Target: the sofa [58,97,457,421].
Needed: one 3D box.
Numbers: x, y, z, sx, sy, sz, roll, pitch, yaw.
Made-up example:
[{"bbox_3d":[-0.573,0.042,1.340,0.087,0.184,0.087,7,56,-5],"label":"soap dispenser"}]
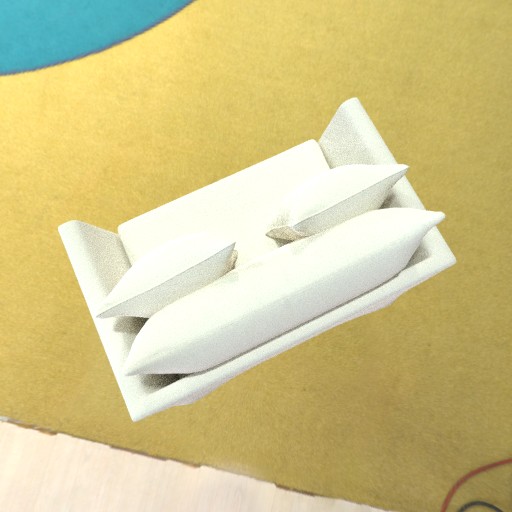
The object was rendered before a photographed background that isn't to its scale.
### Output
[{"bbox_3d":[0.000,0.000,2.255,1.608,1.039,1.026,-25,77,-6],"label":"sofa"}]
